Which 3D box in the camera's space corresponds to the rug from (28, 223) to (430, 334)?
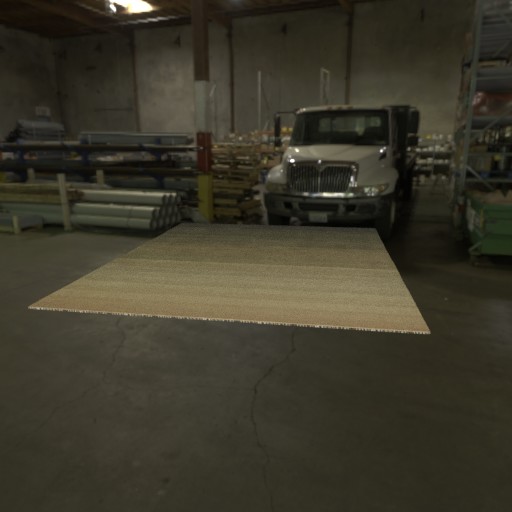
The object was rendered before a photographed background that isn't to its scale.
[{"bbox_3d":[0.000,0.000,3.881,2.315,0.015,2.932,2,14,9],"label":"rug"}]
